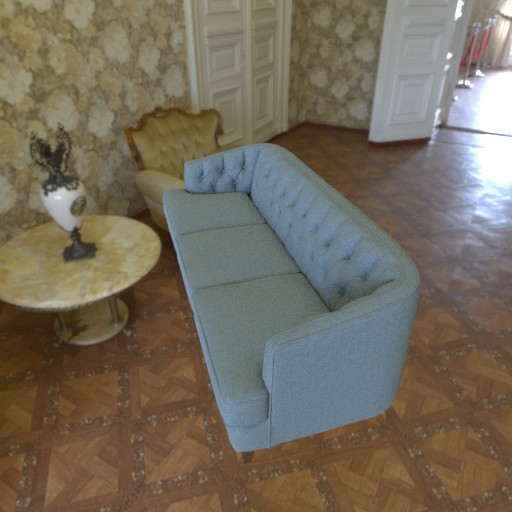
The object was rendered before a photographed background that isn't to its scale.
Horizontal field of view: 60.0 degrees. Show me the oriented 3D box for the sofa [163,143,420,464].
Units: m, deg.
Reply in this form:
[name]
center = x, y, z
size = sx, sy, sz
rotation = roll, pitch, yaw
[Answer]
[sofa]
center = 0.000, 0.000, 2.764
size = 0.941, 0.855, 2.278
rotation = -8, 31, -14
